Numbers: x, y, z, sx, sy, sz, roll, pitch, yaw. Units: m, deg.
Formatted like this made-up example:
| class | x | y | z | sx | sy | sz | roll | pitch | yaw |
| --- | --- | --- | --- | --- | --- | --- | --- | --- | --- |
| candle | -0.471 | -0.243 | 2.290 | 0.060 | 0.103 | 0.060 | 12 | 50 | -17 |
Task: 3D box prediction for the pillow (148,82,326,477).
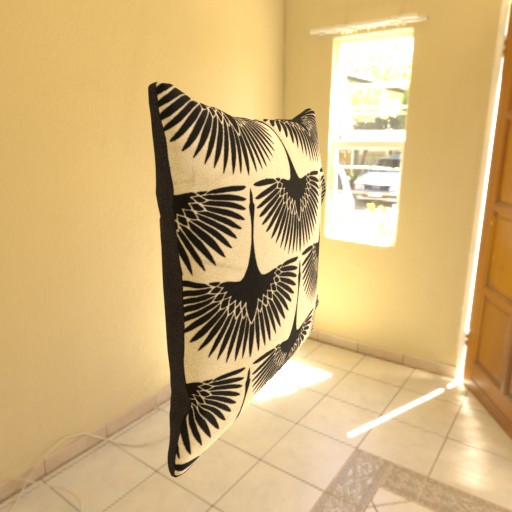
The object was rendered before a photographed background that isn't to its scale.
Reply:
| class | x | y | z | sx | sy | sz | roll | pitch | yaw |
| --- | --- | --- | --- | --- | --- | --- | --- | --- | --- |
| pillow | 0.000 | 0.000 | 0.645 | 0.139 | 0.432 | 0.432 | 7 | 16 | 25 |
